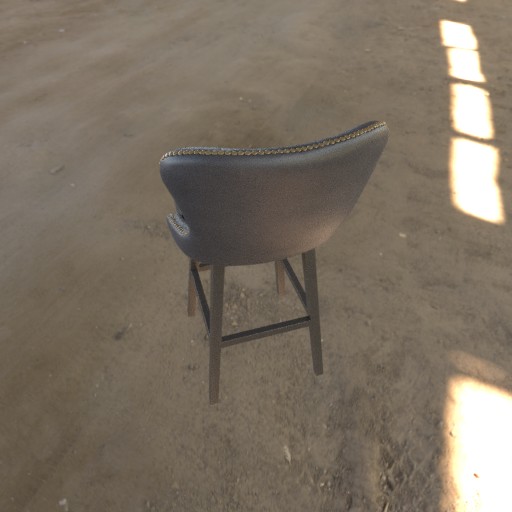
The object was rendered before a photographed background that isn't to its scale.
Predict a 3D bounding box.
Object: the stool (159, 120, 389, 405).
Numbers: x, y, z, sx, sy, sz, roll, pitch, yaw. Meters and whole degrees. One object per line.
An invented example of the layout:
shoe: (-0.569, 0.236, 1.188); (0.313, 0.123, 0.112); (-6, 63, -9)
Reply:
stool: (0.000, 0.000, 1.413); (0.528, 1.050, 0.601); (-12, 43, -13)
